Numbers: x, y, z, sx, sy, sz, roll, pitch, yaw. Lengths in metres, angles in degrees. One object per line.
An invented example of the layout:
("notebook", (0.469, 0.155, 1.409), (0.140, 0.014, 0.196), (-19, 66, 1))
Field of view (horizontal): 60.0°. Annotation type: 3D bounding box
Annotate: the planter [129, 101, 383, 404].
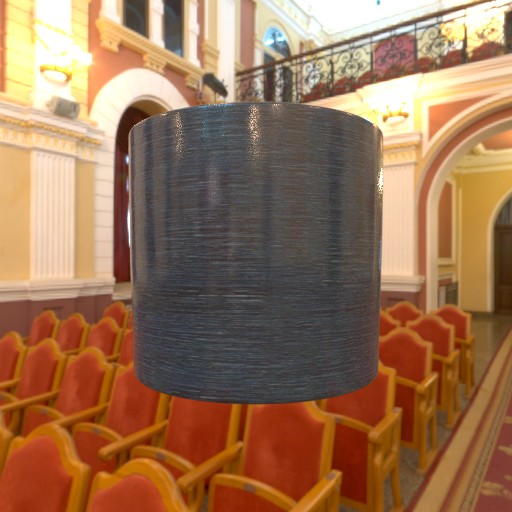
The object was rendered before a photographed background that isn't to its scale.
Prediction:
("planter", (0.000, 0.000, 0.400), (0.221, 0.201, 0.221), (0, 0, 0))
